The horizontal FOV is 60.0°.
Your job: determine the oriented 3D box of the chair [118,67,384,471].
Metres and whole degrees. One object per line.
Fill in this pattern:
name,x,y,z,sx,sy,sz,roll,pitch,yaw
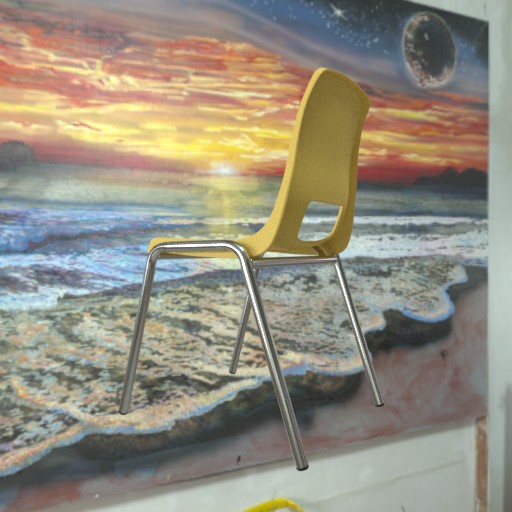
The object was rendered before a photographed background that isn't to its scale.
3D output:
chair,0.000,0.000,0.936,0.436,0.653,0.381,1,1,36
